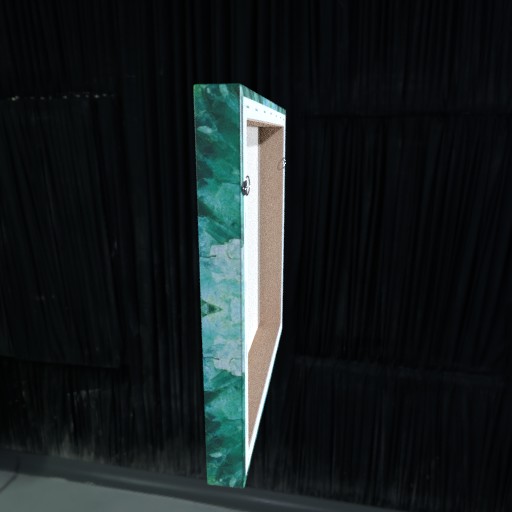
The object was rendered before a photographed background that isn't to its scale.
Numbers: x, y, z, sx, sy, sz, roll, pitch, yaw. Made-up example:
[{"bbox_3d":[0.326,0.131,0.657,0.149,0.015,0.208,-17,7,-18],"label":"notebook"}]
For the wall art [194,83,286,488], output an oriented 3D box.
[{"bbox_3d":[0.000,0.000,0.474,0.033,0.313,0.313,2,15,9],"label":"wall art"}]
